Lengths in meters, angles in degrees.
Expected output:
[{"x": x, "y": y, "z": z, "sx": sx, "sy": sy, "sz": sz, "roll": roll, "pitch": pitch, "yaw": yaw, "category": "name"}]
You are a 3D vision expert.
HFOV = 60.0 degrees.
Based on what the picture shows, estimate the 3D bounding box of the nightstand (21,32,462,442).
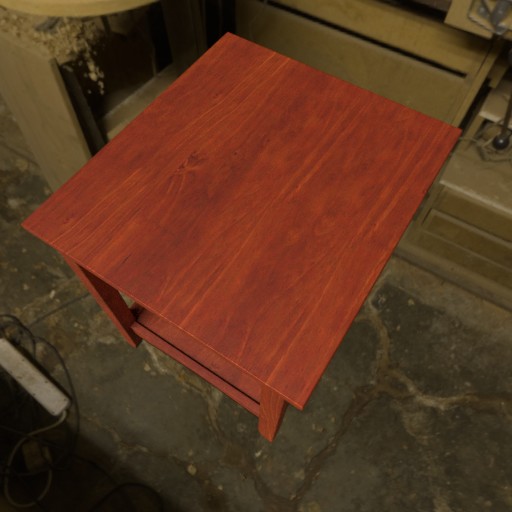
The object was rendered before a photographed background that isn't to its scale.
[{"x": 0.000, "y": 0.000, "z": 0.970, "sx": 0.501, "sy": 0.558, "sz": 0.558, "roll": 30, "pitch": 65, "yaw": 15, "category": "nightstand"}]
